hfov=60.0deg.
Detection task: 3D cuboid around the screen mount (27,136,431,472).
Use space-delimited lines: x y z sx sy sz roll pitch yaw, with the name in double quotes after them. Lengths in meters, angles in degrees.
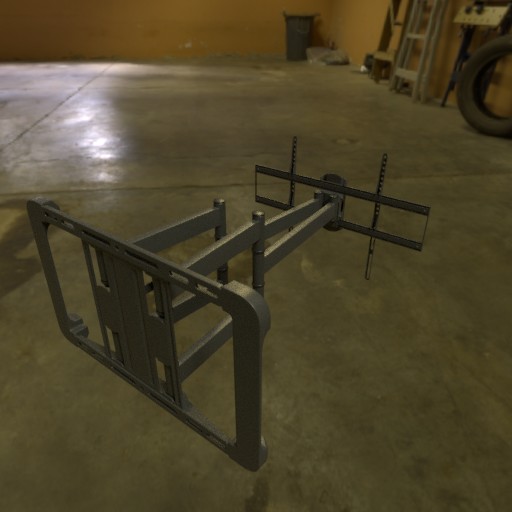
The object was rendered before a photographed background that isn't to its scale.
0.000 0.000 1.307 0.725 0.483 0.905 21 36 32 "screen mount"
